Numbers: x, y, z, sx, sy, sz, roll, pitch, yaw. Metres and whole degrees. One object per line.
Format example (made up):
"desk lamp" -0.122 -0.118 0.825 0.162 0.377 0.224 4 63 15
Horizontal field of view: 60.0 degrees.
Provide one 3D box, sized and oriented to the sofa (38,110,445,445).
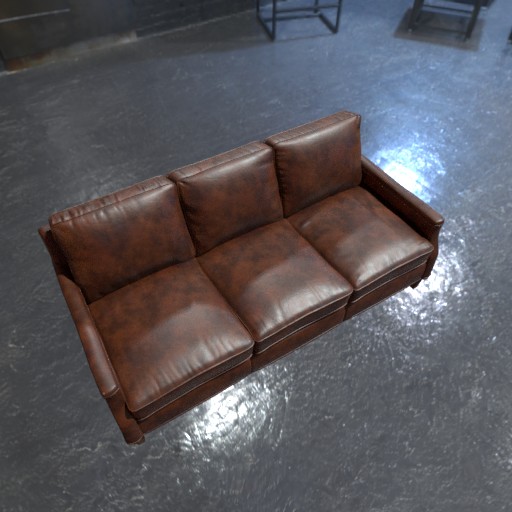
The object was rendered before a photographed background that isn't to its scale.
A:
"sofa" 0.000 0.000 2.754 2.240 1.003 1.084 -25 54 -20
